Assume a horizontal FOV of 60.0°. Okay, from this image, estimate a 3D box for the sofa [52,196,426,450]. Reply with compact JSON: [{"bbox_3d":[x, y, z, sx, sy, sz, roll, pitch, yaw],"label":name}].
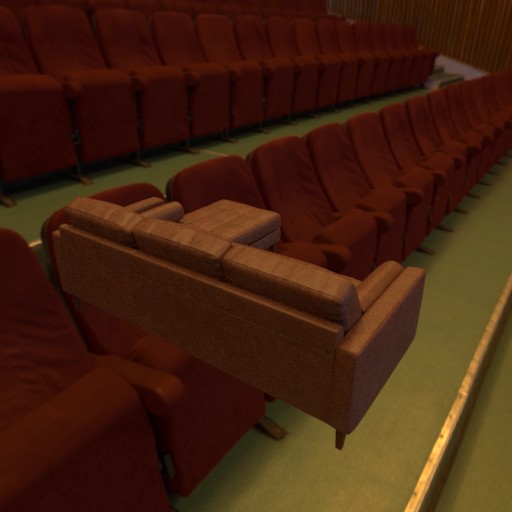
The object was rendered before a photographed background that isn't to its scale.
[{"bbox_3d":[0.000,0.000,2.986,2.185,0.841,1.613,17,31,32],"label":"sofa"}]
